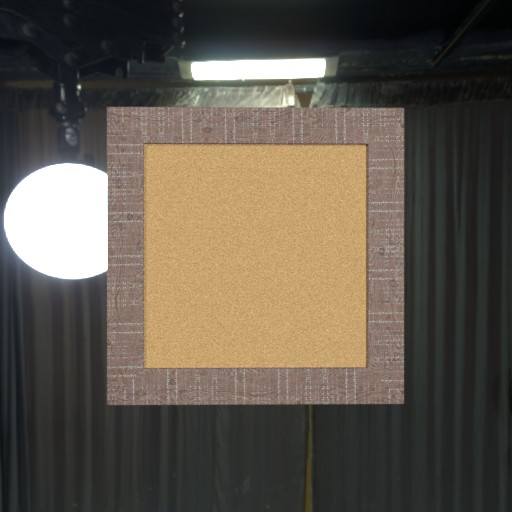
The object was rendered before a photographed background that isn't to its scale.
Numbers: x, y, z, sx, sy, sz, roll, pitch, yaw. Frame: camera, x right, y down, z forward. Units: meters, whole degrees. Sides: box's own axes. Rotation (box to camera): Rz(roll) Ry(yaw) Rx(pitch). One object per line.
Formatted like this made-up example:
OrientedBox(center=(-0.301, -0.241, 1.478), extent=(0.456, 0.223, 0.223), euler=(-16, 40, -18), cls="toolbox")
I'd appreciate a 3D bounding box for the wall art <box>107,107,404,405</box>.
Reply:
OrientedBox(center=(0.000, 0.000, 0.806), extent=(0.531, 0.531, 0.029), euler=(0, 0, -1), cls="wall art")
